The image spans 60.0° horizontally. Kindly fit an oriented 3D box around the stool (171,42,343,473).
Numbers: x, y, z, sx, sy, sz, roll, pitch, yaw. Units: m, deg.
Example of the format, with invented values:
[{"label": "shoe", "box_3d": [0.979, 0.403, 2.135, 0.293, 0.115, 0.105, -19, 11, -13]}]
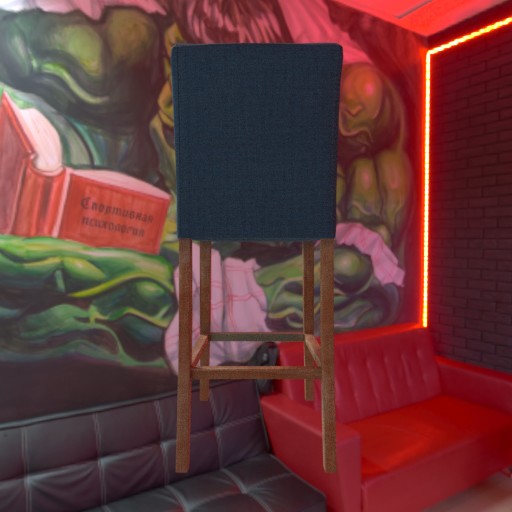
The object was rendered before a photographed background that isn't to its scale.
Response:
[{"label": "stool", "box_3d": [0.000, 0.000, 1.386, 0.454, 1.088, 0.574, 0, 2, 0]}]
